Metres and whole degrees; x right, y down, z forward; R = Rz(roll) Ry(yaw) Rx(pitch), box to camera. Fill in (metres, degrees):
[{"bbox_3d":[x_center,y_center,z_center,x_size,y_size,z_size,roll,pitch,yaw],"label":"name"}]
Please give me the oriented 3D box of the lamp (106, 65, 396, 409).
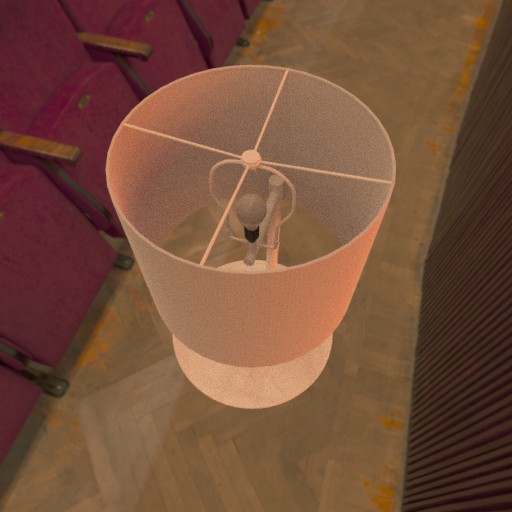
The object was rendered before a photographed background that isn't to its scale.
[{"bbox_3d":[0.000,0.000,0.662,0.299,0.454,0.341,14,58,9],"label":"lamp"}]
